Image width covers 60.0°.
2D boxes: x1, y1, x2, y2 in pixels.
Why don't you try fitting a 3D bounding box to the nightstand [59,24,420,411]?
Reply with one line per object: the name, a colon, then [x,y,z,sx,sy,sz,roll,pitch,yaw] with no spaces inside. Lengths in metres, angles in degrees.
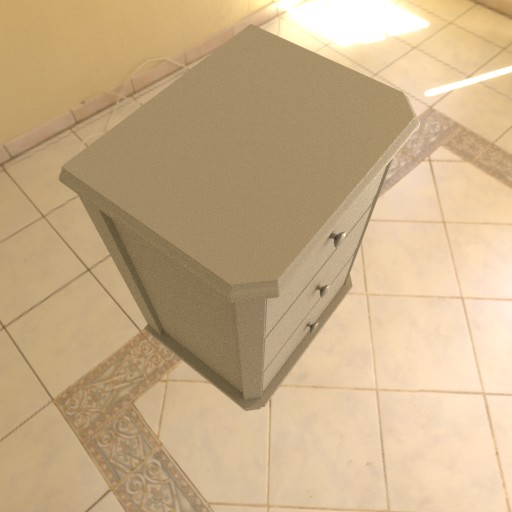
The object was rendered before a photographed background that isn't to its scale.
nightstand: [0.000,0.000,0.934,0.350,0.680,0.450,33,64,18]
